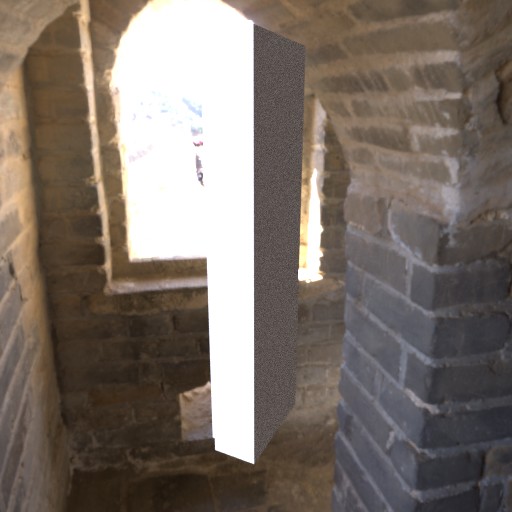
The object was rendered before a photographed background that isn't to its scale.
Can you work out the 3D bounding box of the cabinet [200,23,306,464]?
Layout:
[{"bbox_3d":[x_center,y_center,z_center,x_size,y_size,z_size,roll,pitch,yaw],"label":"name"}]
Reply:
[{"bbox_3d":[0.000,0.000,2.005,0.230,1.790,0.500,8,18,25],"label":"cabinet"}]
